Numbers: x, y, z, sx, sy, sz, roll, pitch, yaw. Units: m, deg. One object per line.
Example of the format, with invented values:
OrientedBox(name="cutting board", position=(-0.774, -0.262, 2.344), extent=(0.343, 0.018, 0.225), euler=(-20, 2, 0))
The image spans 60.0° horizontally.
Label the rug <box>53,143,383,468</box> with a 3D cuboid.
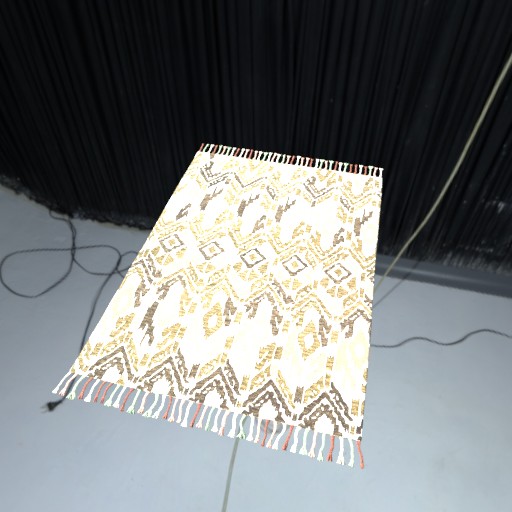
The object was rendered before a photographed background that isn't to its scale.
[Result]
OrientedBox(name="rug", position=(0.000, 0.000, 2.255), extent=(1.219, 0.008, 1.829), euler=(10, 48, 9))
